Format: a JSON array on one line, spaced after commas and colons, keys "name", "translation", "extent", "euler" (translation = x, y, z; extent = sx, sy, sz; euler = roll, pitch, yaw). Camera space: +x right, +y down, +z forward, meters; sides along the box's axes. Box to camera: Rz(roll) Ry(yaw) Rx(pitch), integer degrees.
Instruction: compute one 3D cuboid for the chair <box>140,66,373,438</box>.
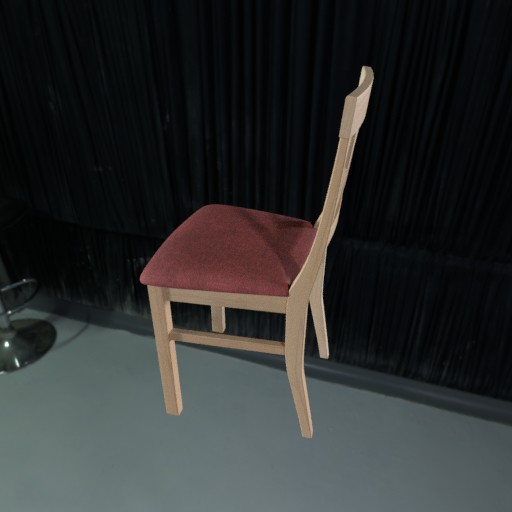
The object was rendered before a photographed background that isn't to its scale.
[{"name": "chair", "translation": [0.000, 0.000, 1.188], "extent": [0.492, 0.912, 0.439], "euler": [8, 32, 14]}]
